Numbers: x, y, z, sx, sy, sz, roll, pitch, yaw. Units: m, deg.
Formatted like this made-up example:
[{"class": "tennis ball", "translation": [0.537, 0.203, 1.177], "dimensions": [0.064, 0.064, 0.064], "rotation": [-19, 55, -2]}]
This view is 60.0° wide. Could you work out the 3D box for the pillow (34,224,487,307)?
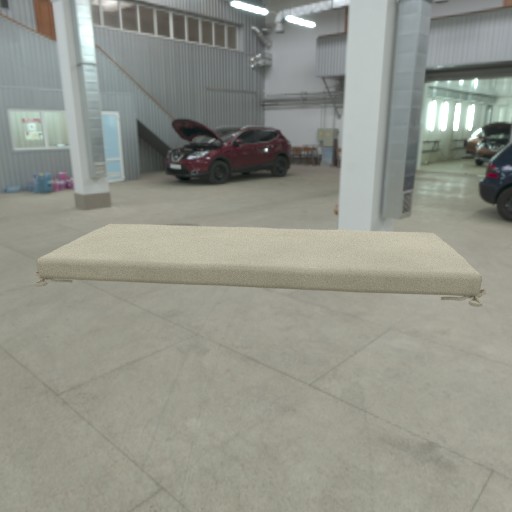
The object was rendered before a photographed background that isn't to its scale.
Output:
[{"class": "pillow", "translation": [0.000, 0.000, 1.321], "dimensions": [1.187, 0.081, 0.492], "rotation": [2, 16, 7]}]
